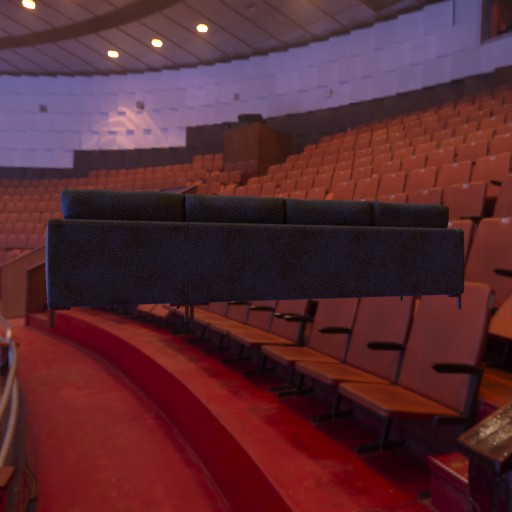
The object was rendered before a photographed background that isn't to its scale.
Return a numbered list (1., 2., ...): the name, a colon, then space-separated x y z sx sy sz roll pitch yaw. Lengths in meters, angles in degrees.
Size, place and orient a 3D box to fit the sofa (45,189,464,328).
1. sofa: 0.000 0.000 3.287 2.725 0.756 1.255 0 0 -18
